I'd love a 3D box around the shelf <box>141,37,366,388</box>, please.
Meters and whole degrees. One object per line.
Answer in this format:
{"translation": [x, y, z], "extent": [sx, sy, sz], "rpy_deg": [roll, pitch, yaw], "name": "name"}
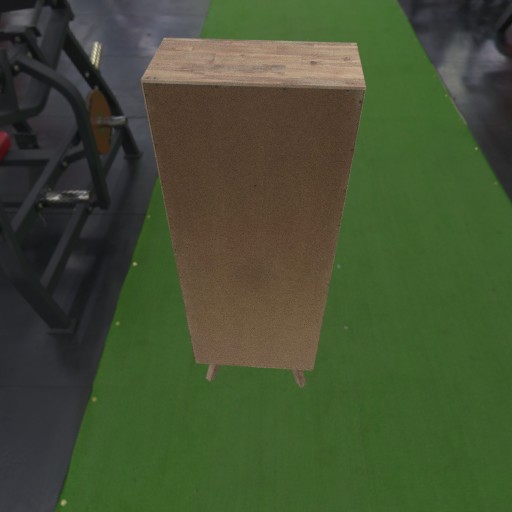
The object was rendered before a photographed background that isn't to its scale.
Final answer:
{"translation": [0.000, 0.000, 1.532], "extent": [0.491, 1.342, 0.267], "rpy_deg": [3, 46, 3], "name": "shelf"}
